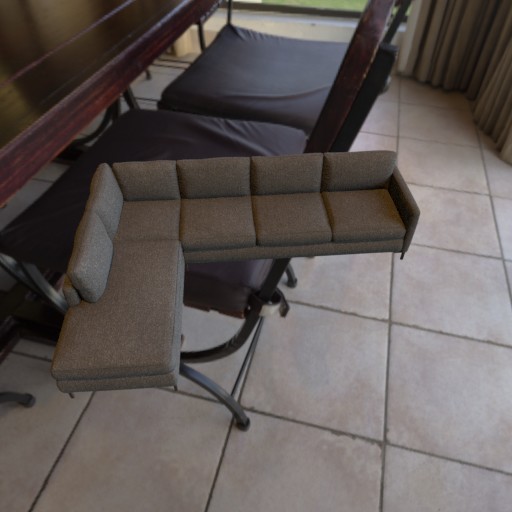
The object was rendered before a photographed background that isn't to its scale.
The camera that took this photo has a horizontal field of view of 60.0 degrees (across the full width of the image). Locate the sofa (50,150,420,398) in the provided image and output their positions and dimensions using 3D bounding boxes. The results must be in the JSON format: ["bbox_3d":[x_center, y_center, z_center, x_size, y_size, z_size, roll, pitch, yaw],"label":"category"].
[{"bbox_3d":[0.000,0.000,3.721,2.949,0.815,2.007,-3,45,-3],"label":"sofa"}]
